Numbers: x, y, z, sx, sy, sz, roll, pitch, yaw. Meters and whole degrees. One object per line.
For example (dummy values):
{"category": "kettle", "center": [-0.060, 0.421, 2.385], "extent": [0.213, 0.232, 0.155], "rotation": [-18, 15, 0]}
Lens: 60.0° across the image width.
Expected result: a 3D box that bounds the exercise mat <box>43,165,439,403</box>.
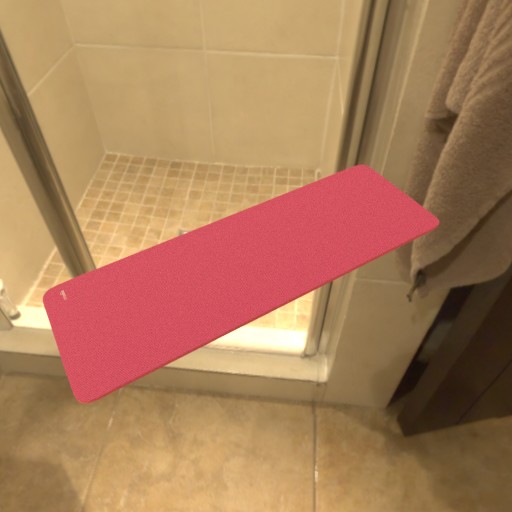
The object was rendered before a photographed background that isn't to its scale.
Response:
{"category": "exercise mat", "center": [0.000, 0.000, 2.120], "extent": [1.884, 0.021, 0.616], "rotation": [-24, 52, -21]}
